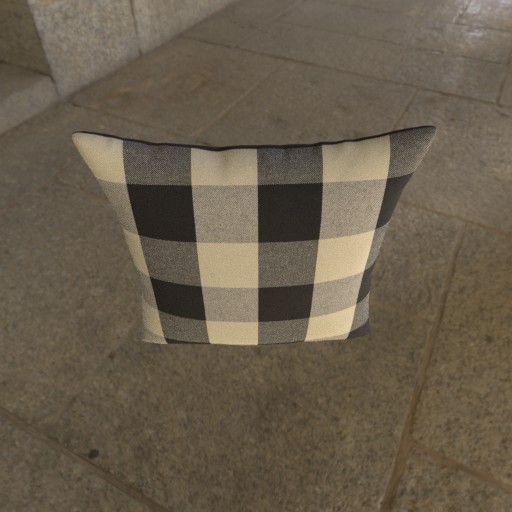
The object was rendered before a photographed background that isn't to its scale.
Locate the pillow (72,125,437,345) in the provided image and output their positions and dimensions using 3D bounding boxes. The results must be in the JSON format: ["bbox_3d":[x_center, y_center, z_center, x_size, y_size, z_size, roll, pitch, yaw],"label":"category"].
[{"bbox_3d":[0.000,0.000,0.799,0.511,0.509,0.161,-1,46,-1],"label":"pillow"}]
